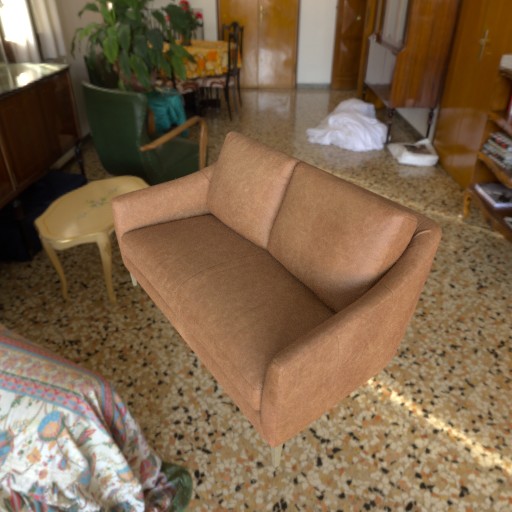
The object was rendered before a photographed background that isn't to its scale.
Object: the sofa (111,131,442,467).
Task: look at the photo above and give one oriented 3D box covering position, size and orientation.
[{"bbox_3d":[0.000,0.000,2.256,0.960,0.902,1.619,-20,37,-29],"label":"sofa"}]
